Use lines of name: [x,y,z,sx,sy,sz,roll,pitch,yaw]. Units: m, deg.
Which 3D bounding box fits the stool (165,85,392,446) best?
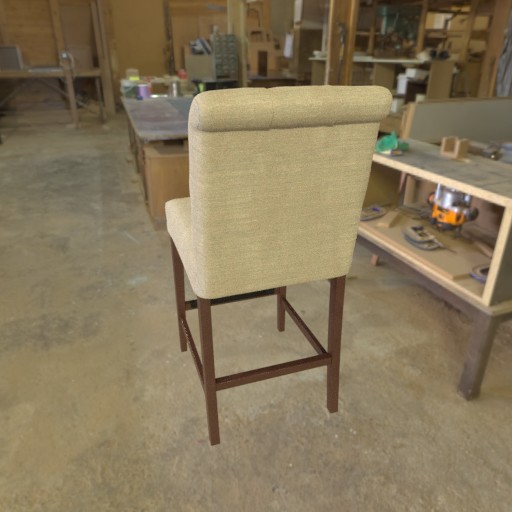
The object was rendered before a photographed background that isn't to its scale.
stool: [0.000,0.000,1.447,0.486,1.084,0.660,-8,27,-17]
